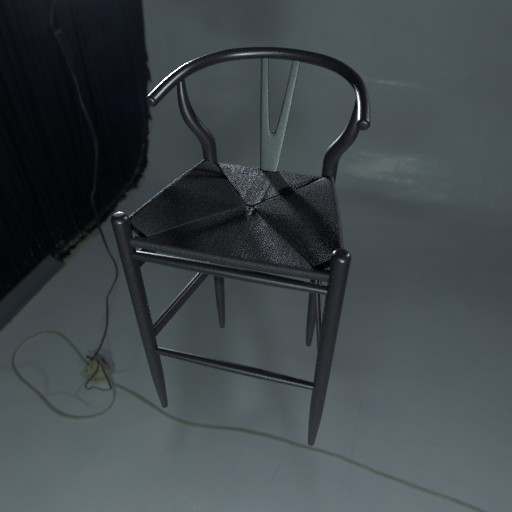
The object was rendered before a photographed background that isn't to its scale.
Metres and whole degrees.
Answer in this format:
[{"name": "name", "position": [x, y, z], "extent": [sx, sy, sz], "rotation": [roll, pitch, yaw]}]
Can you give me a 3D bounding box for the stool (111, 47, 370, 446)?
[{"name": "stool", "position": [0.000, 0.000, 1.378], "extent": [0.569, 1.072, 0.579], "rotation": [10, 41, 12]}]
